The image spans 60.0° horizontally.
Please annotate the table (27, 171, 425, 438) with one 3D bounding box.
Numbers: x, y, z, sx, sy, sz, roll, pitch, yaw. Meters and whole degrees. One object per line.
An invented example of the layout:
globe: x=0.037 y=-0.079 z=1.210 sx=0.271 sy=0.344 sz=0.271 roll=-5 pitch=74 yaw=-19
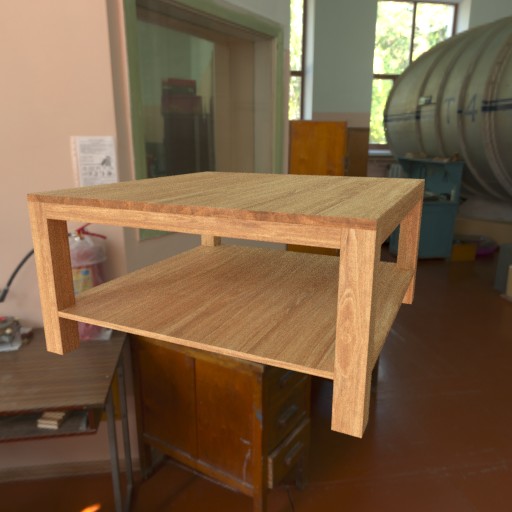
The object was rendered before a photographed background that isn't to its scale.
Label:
table: x=0.000 y=0.000 z=1.422 sx=0.900 sy=0.450 sz=0.900 roll=7 pitch=16 yaw=24
